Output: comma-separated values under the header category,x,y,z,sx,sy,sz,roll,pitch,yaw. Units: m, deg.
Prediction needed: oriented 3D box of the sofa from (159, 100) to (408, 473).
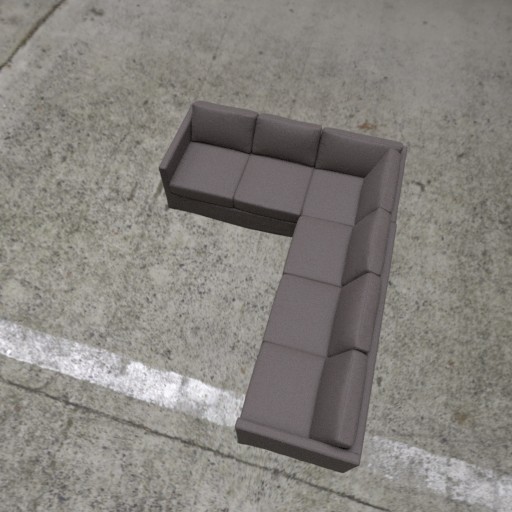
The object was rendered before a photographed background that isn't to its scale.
category,x,y,z,sx,sy,sz,roll,pitch,yaw
sofa,0.000,0.000,4.253,2.432,0.871,3.182,14,60,8
